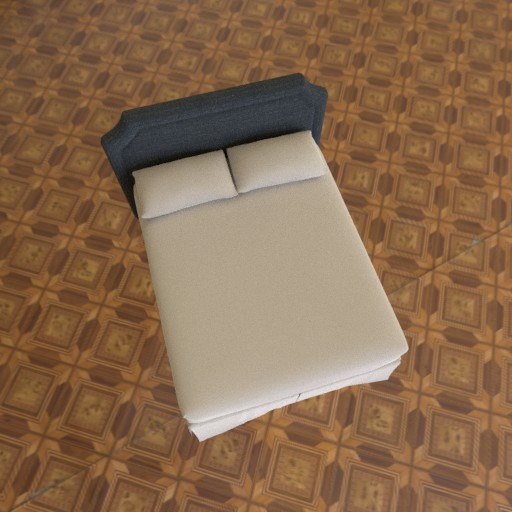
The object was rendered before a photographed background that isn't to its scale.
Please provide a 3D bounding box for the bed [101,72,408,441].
[{"bbox_3d":[0.000,0.000,3.390,1.828,1.297,2.208,-15,65,-7],"label":"bed"}]
